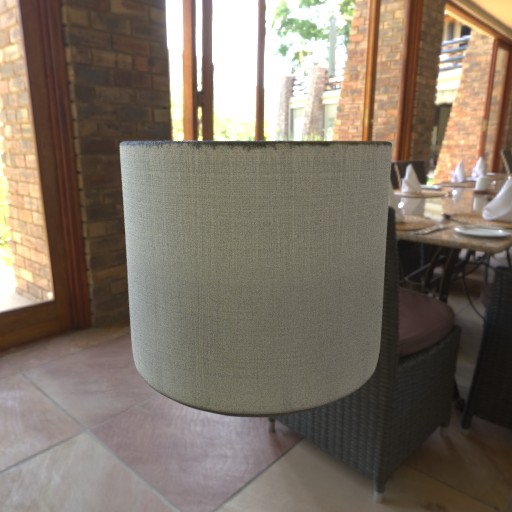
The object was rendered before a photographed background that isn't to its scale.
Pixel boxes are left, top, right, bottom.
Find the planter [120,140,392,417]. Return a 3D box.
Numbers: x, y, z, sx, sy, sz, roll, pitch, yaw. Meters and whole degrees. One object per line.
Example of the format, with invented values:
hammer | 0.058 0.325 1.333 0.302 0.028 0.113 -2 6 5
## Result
planter | 0.000 0.000 0.400 0.226 0.201 0.226 0 14 0
